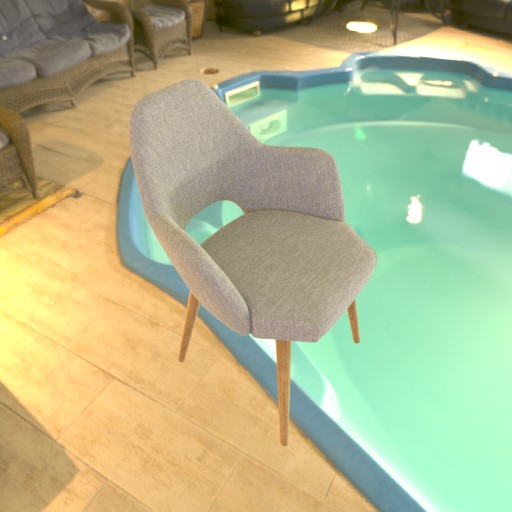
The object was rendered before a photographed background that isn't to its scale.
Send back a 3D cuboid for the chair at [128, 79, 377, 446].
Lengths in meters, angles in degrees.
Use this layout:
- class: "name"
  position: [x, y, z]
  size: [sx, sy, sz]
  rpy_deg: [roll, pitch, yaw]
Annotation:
- class: "chair"
  position: [0.000, 0.000, 1.271]
  size: [0.610, 0.840, 0.590]
  rpy_deg: [26, 47, 27]
